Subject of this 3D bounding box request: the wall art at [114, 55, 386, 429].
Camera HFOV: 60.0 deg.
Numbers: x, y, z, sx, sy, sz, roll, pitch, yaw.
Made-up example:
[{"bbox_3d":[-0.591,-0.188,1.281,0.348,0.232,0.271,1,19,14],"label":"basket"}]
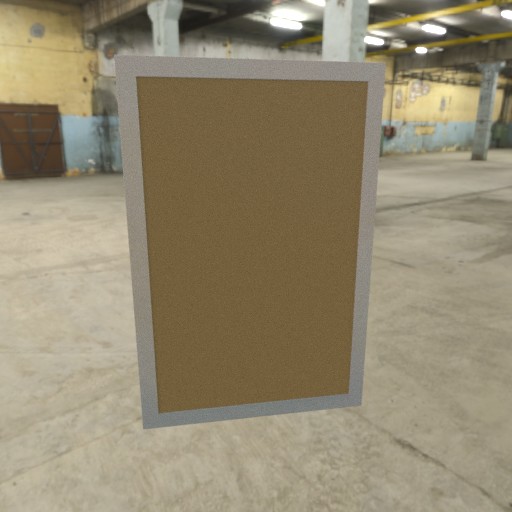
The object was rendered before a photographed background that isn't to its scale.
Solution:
[{"bbox_3d":[0.000,0.000,1.397,0.764,1.143,0.038,-3,15,-10],"label":"wall art"}]
